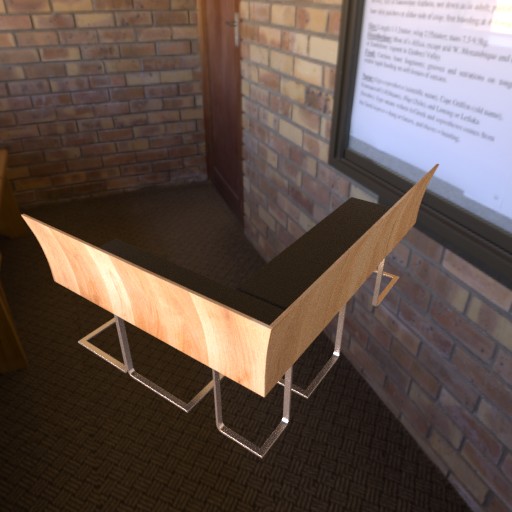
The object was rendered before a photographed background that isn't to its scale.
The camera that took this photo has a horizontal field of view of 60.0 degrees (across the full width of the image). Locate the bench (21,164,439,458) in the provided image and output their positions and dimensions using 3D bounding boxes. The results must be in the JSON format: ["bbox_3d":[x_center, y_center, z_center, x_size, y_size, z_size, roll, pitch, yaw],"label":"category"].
[{"bbox_3d":[0.000,0.000,2.762,1.495,0.930,1.945,20,37,29],"label":"bench"}]
